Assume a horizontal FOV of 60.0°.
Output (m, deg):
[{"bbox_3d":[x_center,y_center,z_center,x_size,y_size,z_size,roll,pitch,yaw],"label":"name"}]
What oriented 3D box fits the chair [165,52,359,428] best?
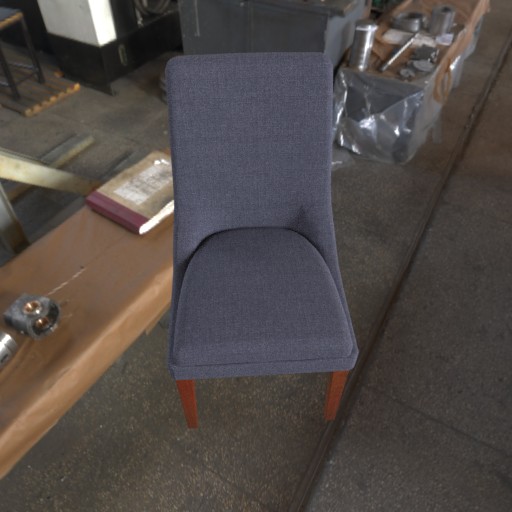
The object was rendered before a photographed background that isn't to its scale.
[{"bbox_3d":[0.000,0.000,1.333,0.508,0.952,0.655,-3,46,-2],"label":"chair"}]
